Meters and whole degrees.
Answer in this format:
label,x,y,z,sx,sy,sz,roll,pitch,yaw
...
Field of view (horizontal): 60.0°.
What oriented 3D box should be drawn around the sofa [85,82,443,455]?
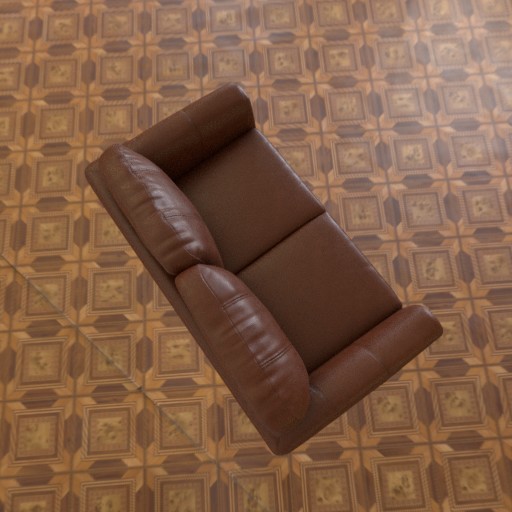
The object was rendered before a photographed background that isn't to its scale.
label,x,y,z,sx,sy,sz,roll,pitch,yaw
sofa,0.000,0.000,1.898,0.805,0.906,1.406,-35,77,-9
